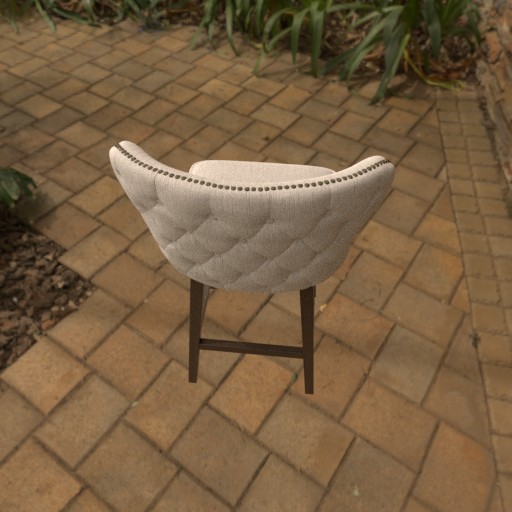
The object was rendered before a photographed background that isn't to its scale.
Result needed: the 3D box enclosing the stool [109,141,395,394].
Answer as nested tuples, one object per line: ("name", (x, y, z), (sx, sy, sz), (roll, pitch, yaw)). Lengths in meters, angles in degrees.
("stool", (0.000, 0.000, 1.352), (0.615, 0.972, 0.597), (4, 47, 4))
